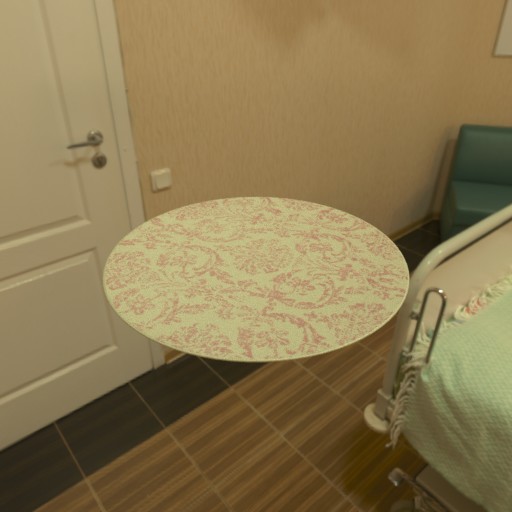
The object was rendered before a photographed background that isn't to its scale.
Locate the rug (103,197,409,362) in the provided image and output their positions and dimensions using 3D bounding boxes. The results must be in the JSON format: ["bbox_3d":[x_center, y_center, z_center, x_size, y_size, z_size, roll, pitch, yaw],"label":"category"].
[{"bbox_3d":[0.000,0.000,2.399,1.593,0.012,1.593,0,31,0],"label":"rug"}]
